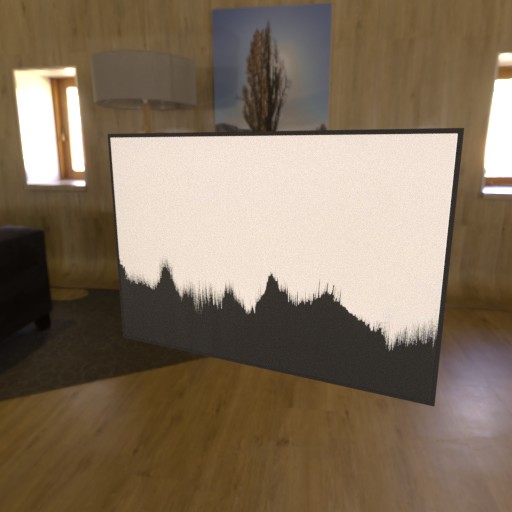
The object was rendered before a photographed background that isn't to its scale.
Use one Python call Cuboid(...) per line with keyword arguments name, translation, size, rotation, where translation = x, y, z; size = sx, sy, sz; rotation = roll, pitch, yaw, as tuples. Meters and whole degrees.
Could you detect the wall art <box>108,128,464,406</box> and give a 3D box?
Cuboid(name="wall art", translation=(0.000, 0.000, 1.487), size=(1.190, 0.805, 0.028), rotation=(6, 15, 24))
